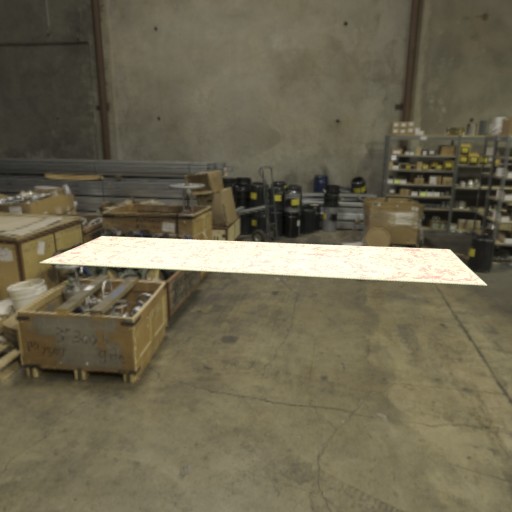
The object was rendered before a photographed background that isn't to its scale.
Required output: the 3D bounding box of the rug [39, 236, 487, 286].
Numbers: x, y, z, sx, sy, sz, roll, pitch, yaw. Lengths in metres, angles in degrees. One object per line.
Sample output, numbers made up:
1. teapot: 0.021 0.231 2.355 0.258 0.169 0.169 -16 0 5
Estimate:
1. rug: 0.000 0.000 2.459 2.196 0.011 0.662 2 15 9
